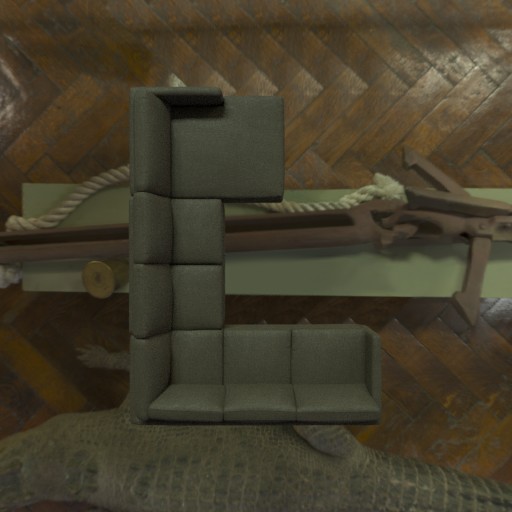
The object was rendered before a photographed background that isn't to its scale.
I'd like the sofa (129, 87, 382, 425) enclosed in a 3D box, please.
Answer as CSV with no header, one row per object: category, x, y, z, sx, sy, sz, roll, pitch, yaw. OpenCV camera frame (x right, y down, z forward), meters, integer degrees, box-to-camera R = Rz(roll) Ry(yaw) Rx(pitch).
sofa,0.000,0.000,4.741,2.594,0.961,3.460,0,91,0
